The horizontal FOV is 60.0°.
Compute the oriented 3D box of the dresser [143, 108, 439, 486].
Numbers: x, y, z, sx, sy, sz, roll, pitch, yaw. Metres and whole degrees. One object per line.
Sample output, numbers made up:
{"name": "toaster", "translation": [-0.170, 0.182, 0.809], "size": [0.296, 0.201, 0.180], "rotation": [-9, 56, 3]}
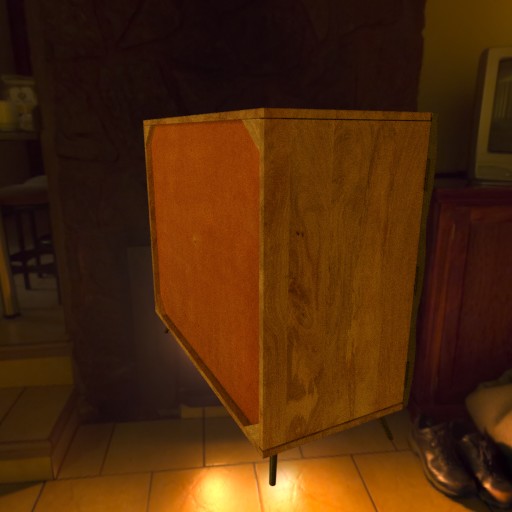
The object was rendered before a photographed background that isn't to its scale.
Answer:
{"name": "dresser", "translation": [0.000, 0.000, 1.421], "size": [0.446, 0.847, 0.967], "rotation": [-8, 17, -26]}
